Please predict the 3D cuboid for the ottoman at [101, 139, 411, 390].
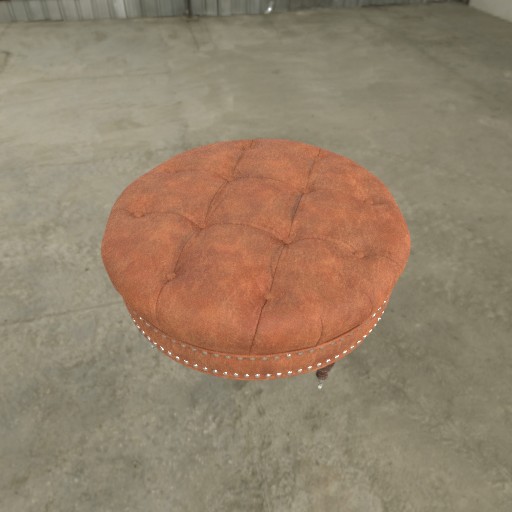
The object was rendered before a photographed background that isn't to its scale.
[{"bbox_3d":[0.000,0.000,1.412,0.901,0.444,0.901,0,42,0],"label":"ottoman"}]
